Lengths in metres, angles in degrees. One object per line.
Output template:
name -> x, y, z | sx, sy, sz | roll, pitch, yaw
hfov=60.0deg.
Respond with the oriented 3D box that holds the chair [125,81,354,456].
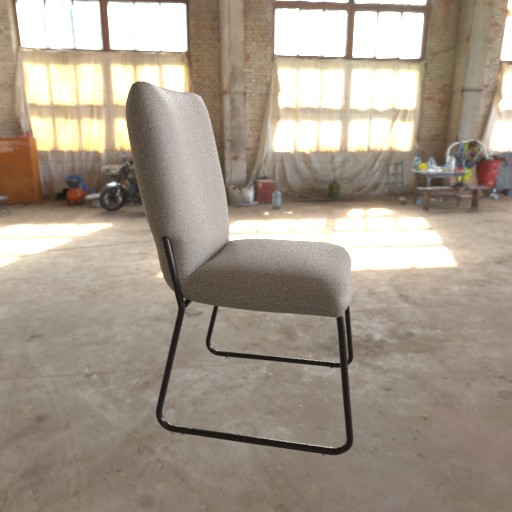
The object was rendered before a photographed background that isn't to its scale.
chair -> 0.000, 0.000, 1.201 | 0.560, 0.864, 0.448 | 3, 16, 11
